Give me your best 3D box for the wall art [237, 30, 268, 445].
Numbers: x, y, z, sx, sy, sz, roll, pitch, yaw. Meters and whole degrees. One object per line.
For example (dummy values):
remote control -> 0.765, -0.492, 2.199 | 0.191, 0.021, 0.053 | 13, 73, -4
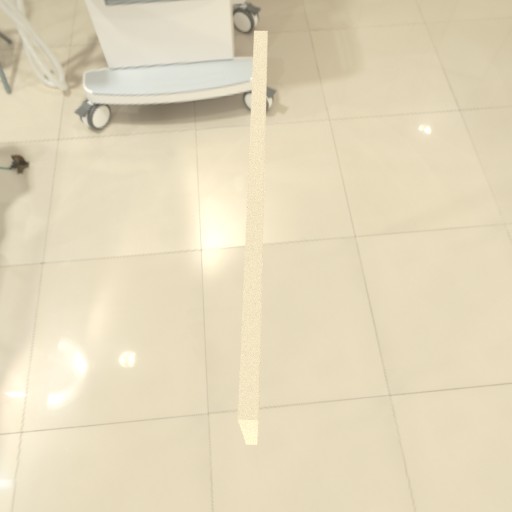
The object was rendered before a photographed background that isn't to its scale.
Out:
wall art -> 0.000, 0.000, 1.346 | 0.038, 0.762, 1.016 | 1, 64, 1
